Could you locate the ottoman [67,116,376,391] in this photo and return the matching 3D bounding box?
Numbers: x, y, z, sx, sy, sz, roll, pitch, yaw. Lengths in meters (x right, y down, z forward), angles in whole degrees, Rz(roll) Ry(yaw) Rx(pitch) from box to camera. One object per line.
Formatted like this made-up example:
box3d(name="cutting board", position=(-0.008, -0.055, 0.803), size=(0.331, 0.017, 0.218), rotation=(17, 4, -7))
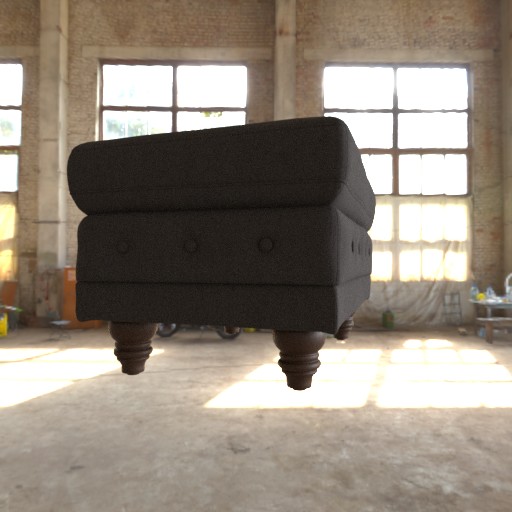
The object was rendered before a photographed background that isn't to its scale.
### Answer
box3d(name="ottoman", position=(0.000, 0.000, 1.141), size=(0.569, 0.500, 0.771), rotation=(0, -1, 19))
